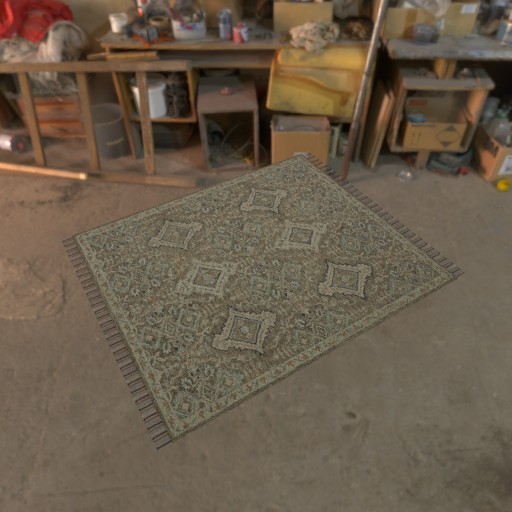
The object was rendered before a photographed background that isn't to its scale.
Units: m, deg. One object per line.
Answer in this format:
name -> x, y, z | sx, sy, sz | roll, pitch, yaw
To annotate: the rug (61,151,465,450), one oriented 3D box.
rug -> 0.000, 0.000, 4.253 | 3.056, 0.010, 2.437 | -24, 50, -22
